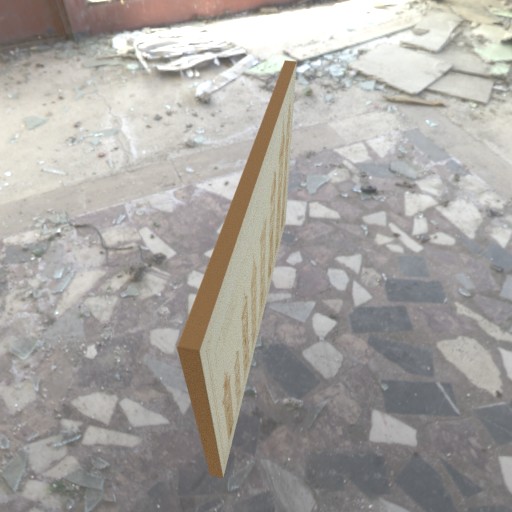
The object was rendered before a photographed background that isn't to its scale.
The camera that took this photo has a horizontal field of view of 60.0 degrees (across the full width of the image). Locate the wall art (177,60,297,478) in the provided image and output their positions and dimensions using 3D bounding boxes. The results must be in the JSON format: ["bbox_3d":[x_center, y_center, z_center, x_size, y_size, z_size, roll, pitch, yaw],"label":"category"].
[{"bbox_3d":[0.000,0.000,1.148,0.033,0.608,0.915,9,49,8],"label":"wall art"}]
